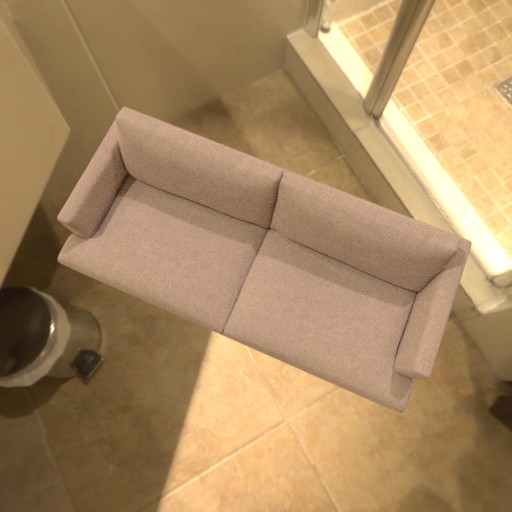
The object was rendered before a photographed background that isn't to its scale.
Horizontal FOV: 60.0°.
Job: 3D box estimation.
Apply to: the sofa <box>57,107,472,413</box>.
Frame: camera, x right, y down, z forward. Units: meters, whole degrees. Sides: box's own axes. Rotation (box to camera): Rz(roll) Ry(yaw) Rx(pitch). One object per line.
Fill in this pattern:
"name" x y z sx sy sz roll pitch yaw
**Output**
"sofa" 0.000 0.000 2.706 2.250 0.868 1.020 23 75 6
